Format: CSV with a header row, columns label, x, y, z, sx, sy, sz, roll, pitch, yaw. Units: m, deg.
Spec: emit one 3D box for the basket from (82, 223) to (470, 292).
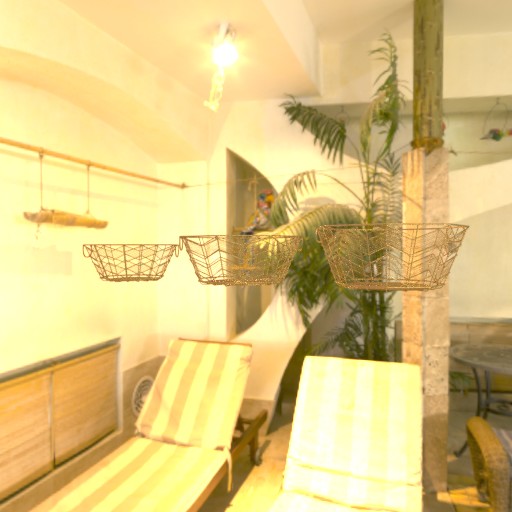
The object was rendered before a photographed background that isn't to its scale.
label,x,y,z,sx,sy,sz,roll,pitch,yaw
basket,0.000,0.000,1.423,1.245,0.178,0.432,0,1,18
